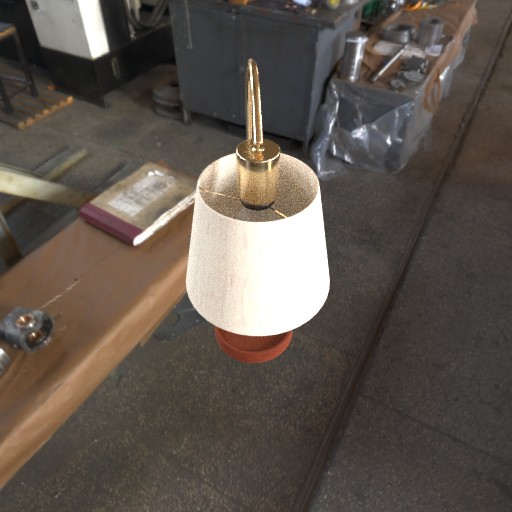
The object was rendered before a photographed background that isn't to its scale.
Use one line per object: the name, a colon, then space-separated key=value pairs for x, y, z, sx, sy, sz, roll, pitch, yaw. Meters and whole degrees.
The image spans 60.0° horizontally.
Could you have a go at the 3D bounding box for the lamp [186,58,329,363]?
lamp: x=0.000 y=0.000 z=0.669 sx=0.211 sy=0.536 sz=0.273 roll=-3 pitch=45 yaw=-3
